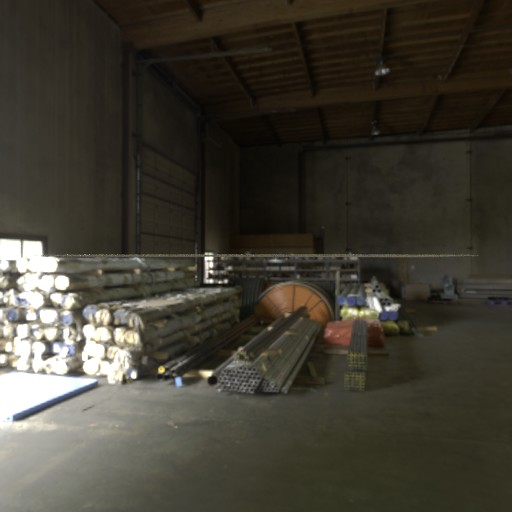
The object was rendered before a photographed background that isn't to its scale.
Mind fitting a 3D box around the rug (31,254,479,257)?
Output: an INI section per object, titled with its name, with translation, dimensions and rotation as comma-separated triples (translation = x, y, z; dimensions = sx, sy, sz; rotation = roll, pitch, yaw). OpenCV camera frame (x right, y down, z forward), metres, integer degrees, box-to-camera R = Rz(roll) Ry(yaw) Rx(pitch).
[rug]
translation = 0.000, 0.000, 2.625
dimensions = 2.372, 0.008, 0.620
rotation = 0, -1, -1
